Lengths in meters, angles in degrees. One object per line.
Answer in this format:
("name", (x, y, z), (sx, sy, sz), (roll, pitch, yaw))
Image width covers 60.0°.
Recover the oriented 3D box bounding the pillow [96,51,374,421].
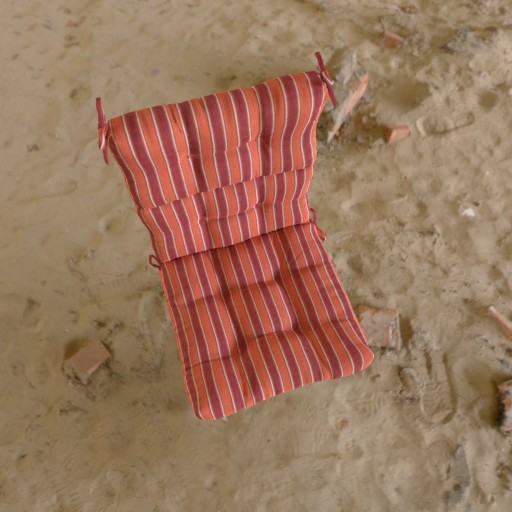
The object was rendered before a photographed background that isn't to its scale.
("pillow", (0.000, 0.000, 1.024), (0.519, 0.605, 0.571), (-16, 65, -8))
